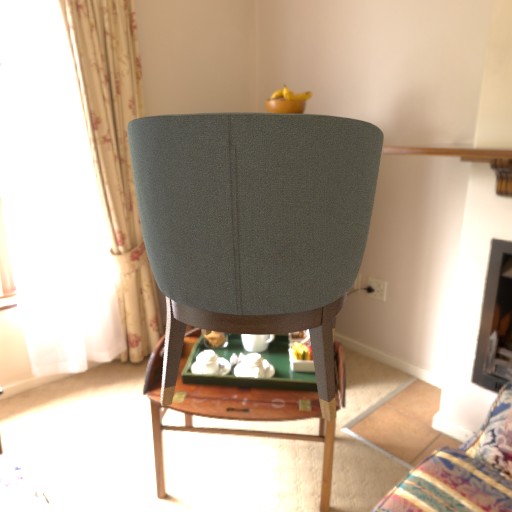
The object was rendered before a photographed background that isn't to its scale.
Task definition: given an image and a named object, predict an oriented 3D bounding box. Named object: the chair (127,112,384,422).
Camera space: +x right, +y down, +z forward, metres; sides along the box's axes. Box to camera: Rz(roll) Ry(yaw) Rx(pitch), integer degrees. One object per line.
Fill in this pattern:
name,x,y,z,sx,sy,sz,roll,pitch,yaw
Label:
chair,0.000,0.000,1.276,0.661,0.760,0.702,2,16,8
